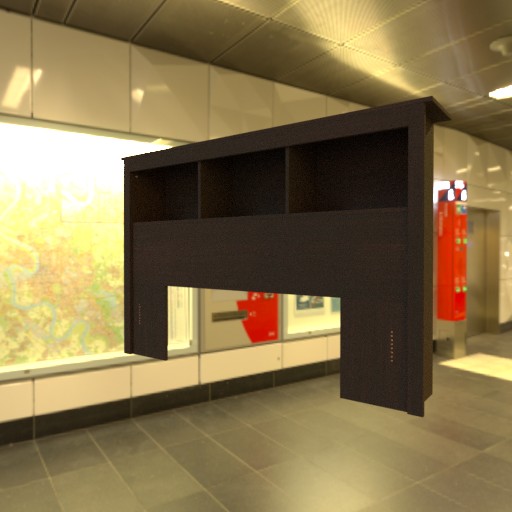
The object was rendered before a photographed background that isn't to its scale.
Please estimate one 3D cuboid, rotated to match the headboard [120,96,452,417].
[{"bbox_3d":[0.000,0.000,2.100,1.671,1.092,0.279,0,1,36],"label":"headboard"}]
